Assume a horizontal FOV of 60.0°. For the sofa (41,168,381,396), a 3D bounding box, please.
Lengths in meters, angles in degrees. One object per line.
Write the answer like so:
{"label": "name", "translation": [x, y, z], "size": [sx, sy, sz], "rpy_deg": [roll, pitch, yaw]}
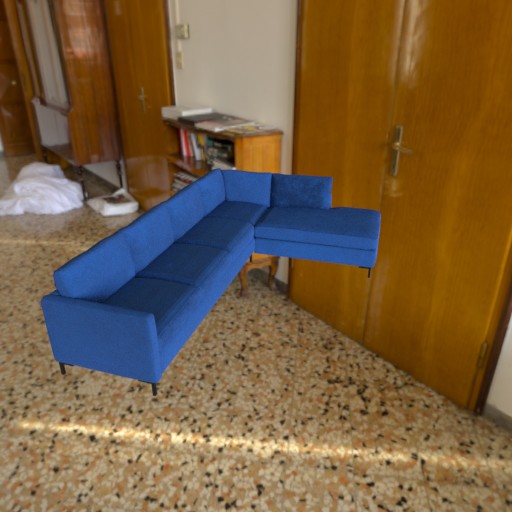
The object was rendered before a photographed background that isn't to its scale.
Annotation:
{"label": "sofa", "translation": [0.000, 0.000, 3.285], "size": [1.707, 0.687, 2.486], "rpy_deg": [7, 26, 15]}
